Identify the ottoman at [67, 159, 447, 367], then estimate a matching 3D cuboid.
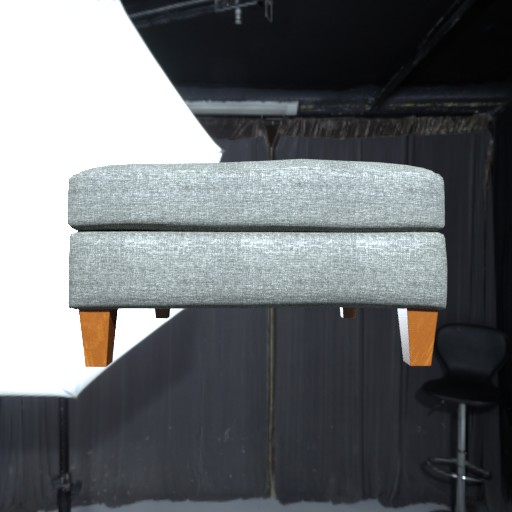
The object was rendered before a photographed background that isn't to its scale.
[{"bbox_3d":[0.000,0.000,1.353,0.838,0.481,0.838,0,0,-1],"label":"ottoman"}]
